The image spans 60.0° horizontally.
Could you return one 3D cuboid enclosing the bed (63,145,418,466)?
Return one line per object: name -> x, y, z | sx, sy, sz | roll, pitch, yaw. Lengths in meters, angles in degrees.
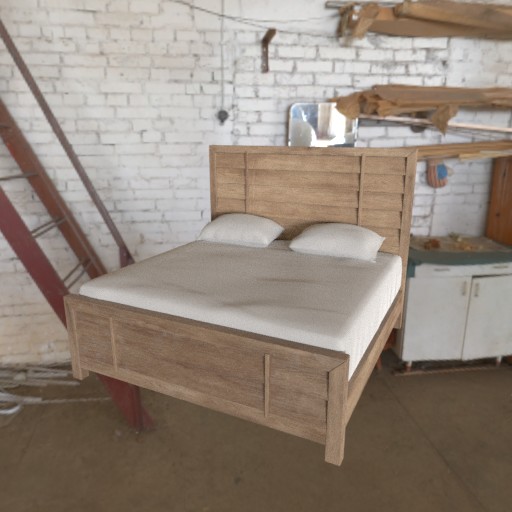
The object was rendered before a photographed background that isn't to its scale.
bed -> 0.000, 0.000, 3.505 | 2.032, 1.626, 2.032 | 8, 17, 26
